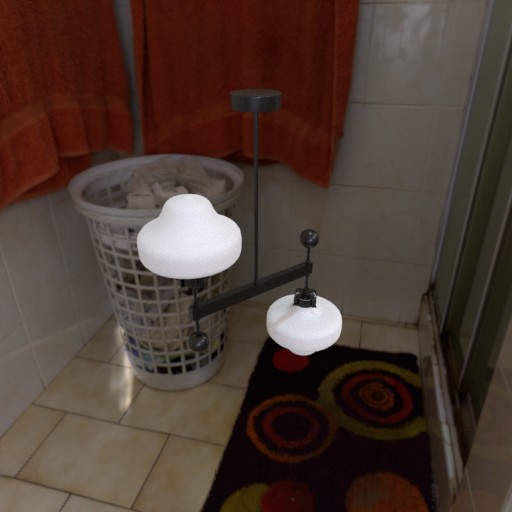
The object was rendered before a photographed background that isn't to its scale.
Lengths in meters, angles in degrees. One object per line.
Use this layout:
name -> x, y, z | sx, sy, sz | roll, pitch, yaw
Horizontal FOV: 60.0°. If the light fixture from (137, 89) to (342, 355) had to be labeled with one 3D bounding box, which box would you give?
light fixture -> 0.000, 0.000, 1.062 | 0.422, 0.743, 0.489 | 8, 29, 14
